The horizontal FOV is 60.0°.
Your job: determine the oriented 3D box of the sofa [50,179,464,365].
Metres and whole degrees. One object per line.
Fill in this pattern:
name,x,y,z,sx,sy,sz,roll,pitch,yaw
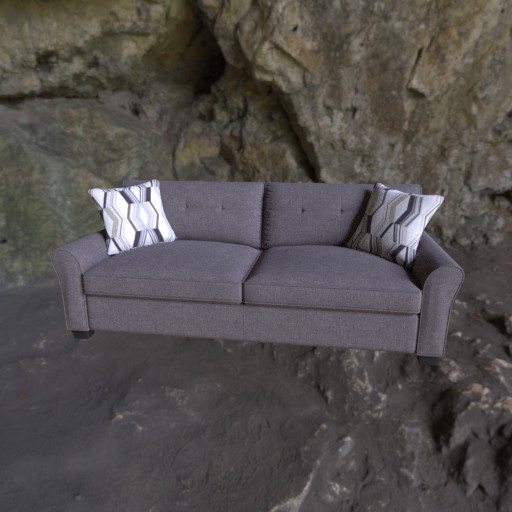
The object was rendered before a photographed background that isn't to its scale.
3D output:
sofa,0.000,0.000,2.558,2.032,0.813,0.889,2,15,9
